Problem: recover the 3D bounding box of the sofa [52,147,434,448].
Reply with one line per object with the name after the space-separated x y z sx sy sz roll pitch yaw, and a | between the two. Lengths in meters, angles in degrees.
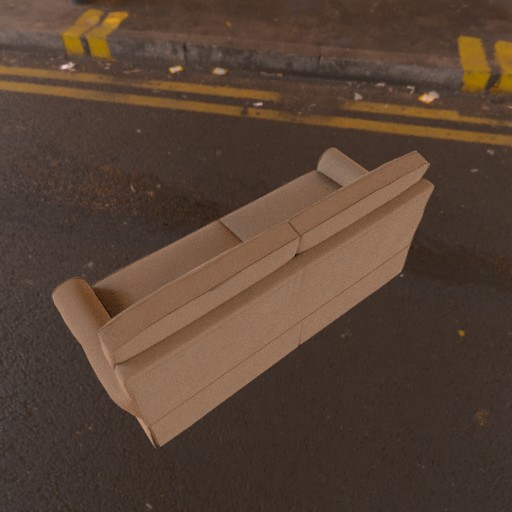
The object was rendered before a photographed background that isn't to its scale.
0.000 0.000 2.751 2.246 1.014 0.900 -30 55 -24 | sofa
